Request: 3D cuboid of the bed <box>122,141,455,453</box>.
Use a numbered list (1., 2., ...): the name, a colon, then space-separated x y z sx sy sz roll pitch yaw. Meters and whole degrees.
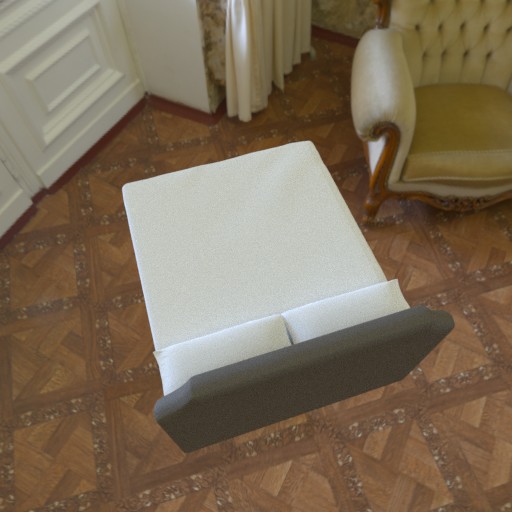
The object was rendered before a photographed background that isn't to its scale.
1. bed: 0.000 0.000 3.930 2.194 1.561 2.536 -15 60 -9
